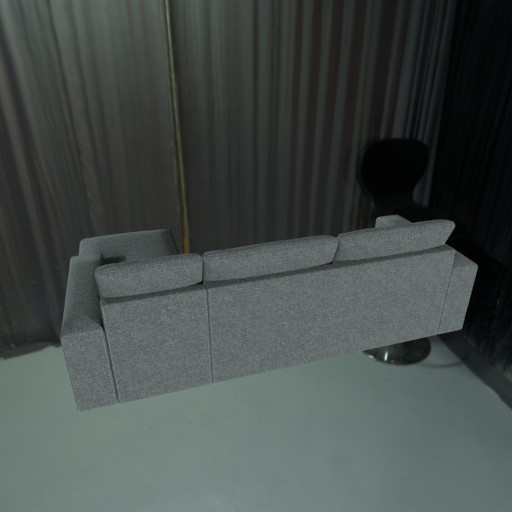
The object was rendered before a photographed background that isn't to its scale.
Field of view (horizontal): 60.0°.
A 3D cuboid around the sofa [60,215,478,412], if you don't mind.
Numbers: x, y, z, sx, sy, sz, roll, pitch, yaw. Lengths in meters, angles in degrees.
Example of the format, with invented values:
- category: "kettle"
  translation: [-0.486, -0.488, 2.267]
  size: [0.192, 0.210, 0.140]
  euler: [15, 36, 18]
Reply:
- category: "sofa"
  translation: [0.000, 0.000, 3.491]
  size: [2.718, 0.940, 1.689]
  euler: [-8, 28, -15]
